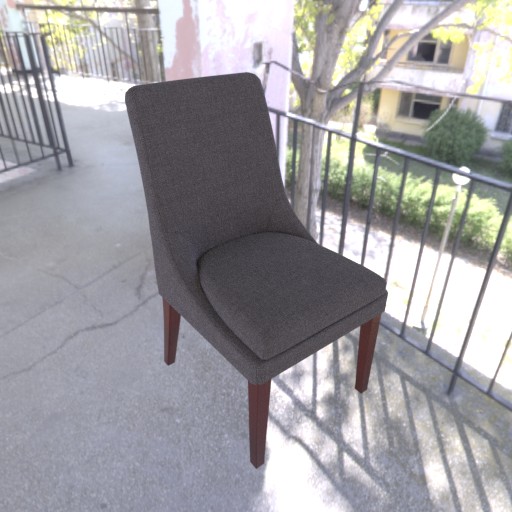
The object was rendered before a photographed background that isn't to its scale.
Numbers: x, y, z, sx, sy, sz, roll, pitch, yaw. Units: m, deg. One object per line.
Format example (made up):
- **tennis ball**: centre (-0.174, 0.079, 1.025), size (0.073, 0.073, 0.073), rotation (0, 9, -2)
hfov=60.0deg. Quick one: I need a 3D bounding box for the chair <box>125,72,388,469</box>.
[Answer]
- **chair**: centre (0.000, 0.000, 1.363), size (0.508, 0.952, 0.655), rotation (-22, 37, -32)
